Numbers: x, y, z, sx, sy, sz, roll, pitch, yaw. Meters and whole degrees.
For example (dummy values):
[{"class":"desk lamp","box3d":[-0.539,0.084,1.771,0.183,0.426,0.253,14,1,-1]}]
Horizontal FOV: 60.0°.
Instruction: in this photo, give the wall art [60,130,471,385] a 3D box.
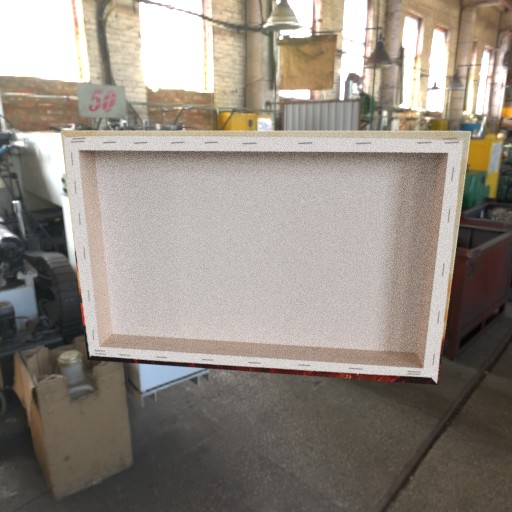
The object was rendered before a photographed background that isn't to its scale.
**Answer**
[{"class":"wall art","box3d":[0.000,0.000,0.462,0.383,0.251,0.037,2,16,7]}]
